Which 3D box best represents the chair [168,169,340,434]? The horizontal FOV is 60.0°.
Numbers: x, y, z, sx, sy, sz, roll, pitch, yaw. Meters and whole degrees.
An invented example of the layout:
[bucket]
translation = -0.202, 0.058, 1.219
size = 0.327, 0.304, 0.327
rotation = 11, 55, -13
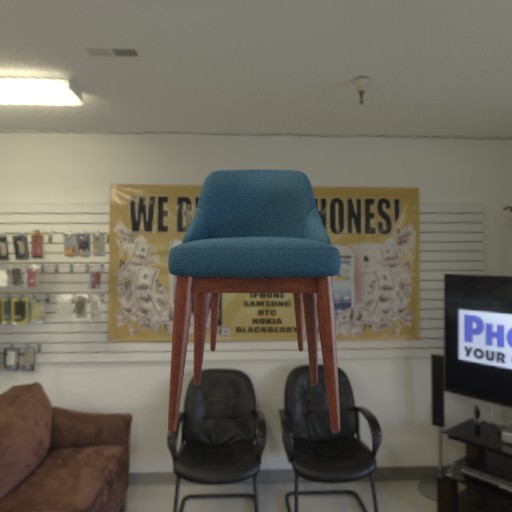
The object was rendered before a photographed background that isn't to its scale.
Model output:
[chair]
translation = 0.000, 0.000, 1.615
size = 0.584, 0.866, 1.114
rotation = 0, -1, 1
